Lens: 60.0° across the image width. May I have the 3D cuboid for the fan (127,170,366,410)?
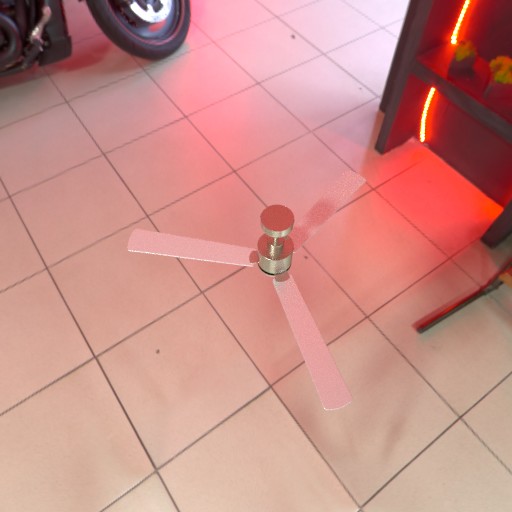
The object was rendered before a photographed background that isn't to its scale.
[{"bbox_3d":[0.000,0.000,2.403,1.531,0.446,1.561,-2,58,-1],"label":"fan"}]
